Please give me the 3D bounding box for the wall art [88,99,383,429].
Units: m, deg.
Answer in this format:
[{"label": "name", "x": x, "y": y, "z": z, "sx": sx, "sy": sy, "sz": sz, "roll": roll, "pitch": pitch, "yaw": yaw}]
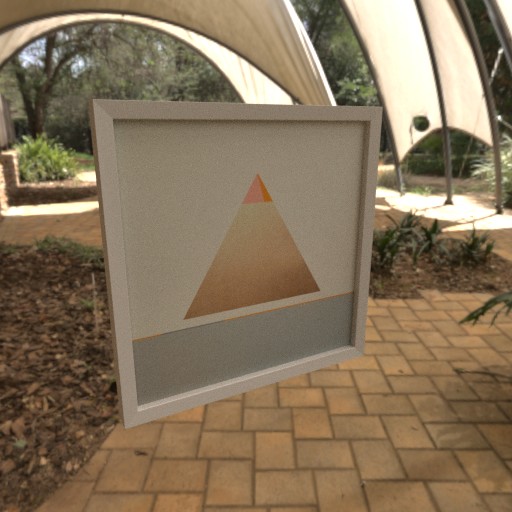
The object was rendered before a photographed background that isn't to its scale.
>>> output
[{"label": "wall art", "x": 0.000, "y": 0.000, "z": 1.992, "sx": 1.289, "sy": 1.291, "sz": 0.098, "roll": -9, "pitch": 18, "yaw": -27}]
